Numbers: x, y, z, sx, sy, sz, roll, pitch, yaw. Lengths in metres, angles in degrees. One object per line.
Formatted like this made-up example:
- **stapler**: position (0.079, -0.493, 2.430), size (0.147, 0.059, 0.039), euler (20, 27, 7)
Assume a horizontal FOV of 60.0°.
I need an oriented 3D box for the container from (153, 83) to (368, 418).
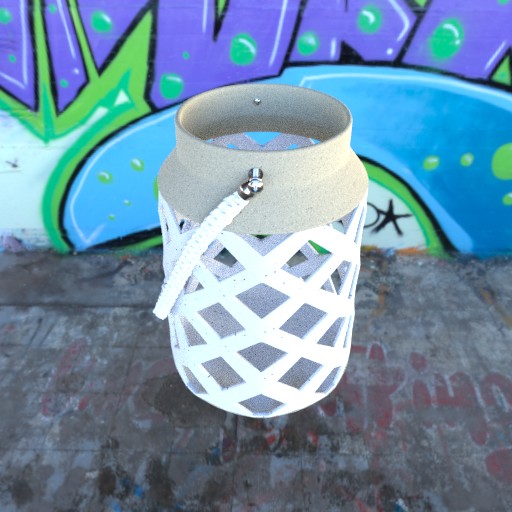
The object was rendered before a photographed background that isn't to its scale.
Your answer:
- **container**: position (0.000, 0.000, 0.398), size (0.198, 0.264, 0.188), euler (0, 40, 0)
